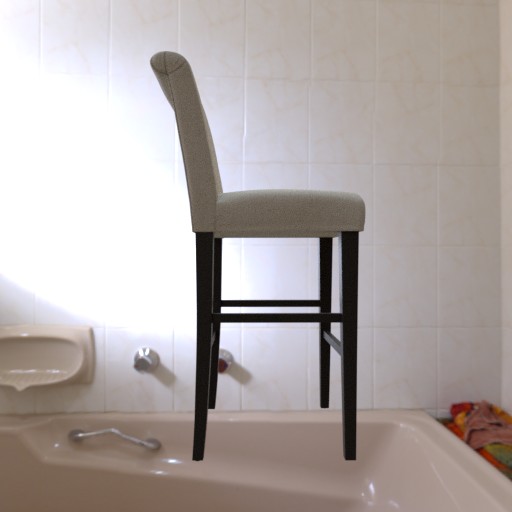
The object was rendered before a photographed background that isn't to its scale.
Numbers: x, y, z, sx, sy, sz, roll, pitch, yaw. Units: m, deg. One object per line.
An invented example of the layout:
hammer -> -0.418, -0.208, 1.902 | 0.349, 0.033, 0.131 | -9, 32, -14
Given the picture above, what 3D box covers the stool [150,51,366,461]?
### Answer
stool -> 0.000, 0.000, 1.430 | 0.597, 1.124, 0.452 | 0, 0, -1
